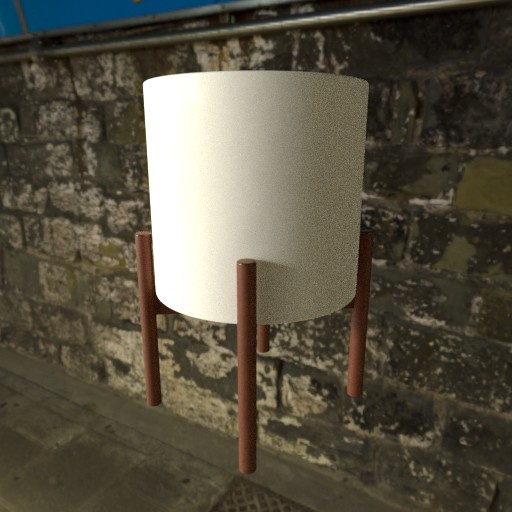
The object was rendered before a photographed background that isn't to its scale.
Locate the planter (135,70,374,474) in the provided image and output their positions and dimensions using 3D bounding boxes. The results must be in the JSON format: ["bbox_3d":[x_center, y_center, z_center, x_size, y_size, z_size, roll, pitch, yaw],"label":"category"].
[{"bbox_3d":[0.000,0.000,0.931,0.417,0.670,0.417,15,21,43],"label":"planter"}]
